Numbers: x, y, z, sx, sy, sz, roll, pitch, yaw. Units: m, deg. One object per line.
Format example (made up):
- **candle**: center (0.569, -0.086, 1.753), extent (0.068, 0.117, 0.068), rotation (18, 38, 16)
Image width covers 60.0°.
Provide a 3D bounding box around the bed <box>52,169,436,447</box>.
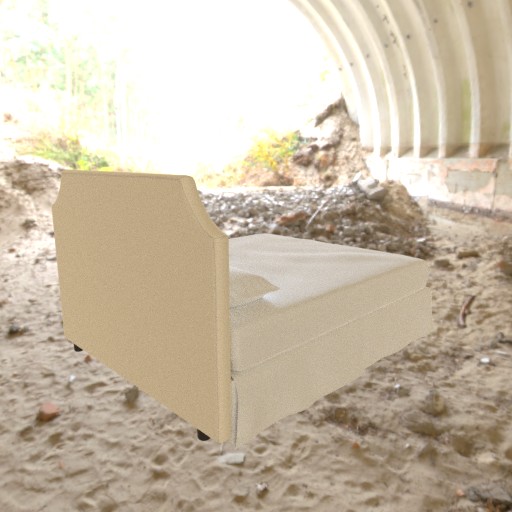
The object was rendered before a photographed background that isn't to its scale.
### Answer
- **bed**: center (0.000, 0.000, 4.088), extent (2.773, 1.590, 2.350), rotation (-12, 18, -44)
